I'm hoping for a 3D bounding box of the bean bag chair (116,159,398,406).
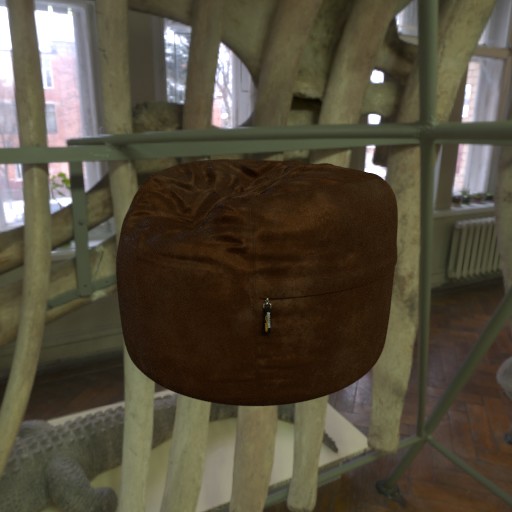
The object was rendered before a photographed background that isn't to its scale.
[{"bbox_3d":[0.000,0.000,1.507,0.918,0.616,0.918,0,16,0],"label":"bean bag chair"}]
